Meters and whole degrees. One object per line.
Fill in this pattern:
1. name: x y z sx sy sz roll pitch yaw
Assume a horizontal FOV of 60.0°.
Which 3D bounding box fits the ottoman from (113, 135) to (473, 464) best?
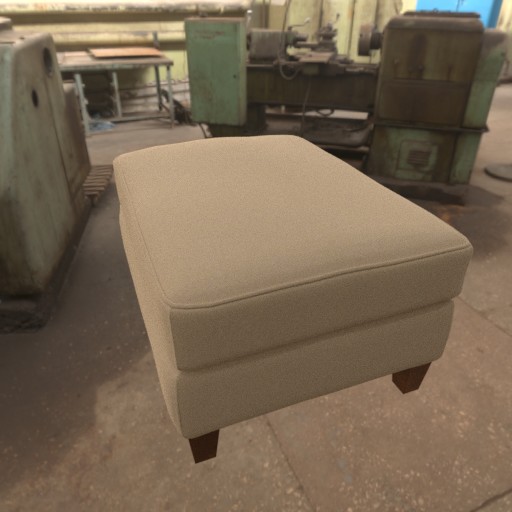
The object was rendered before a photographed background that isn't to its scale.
1. ottoman: 0.000 0.000 1.177 0.634 0.485 0.818 -11 33 -18
